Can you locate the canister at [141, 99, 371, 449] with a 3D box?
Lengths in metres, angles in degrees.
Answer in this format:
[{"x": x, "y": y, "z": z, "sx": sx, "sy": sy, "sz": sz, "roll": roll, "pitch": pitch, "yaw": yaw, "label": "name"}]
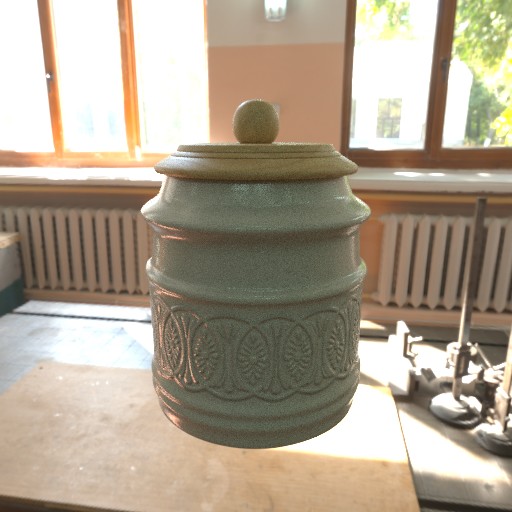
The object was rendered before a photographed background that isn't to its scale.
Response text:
[{"x": 0.000, "y": 0.000, "z": 0.265, "sx": 0.130, "sy": 0.176, "sz": 0.130, "roll": 0, "pitch": 15, "yaw": 0, "label": "canister"}]
